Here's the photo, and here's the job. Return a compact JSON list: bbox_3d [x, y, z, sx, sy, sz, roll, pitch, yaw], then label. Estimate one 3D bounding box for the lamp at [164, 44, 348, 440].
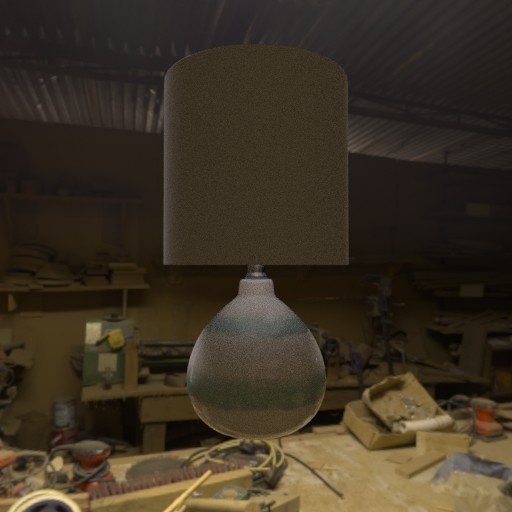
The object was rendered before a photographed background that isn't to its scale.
[{"bbox_3d":[0.000,0.000,0.530,0.217,0.404,0.217,0,-1,-18],"label":"lamp"}]
